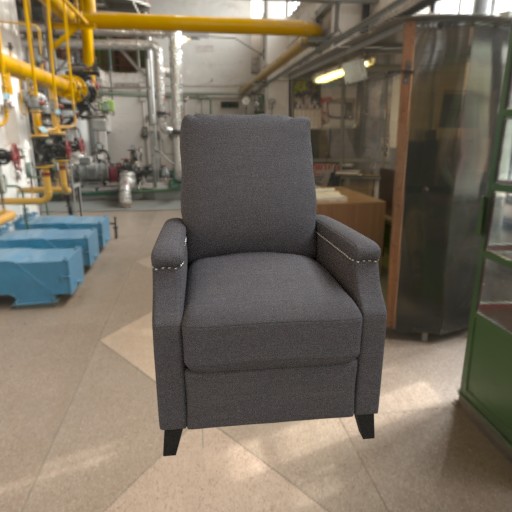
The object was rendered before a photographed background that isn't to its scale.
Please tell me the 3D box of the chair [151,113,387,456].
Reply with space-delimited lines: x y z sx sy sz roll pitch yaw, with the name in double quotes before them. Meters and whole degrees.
"chair" 0.000 0.000 1.679 0.710 1.049 0.922 -2 16 -7
